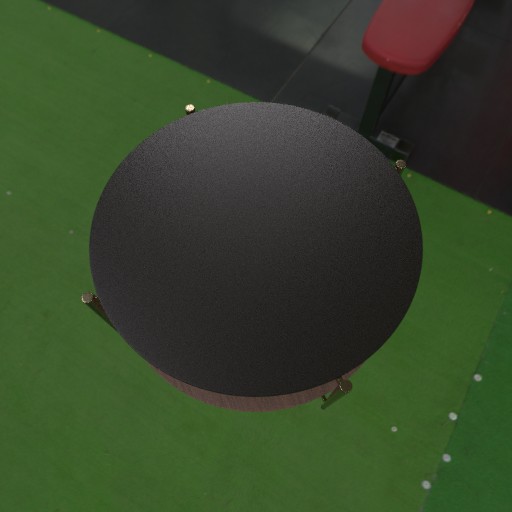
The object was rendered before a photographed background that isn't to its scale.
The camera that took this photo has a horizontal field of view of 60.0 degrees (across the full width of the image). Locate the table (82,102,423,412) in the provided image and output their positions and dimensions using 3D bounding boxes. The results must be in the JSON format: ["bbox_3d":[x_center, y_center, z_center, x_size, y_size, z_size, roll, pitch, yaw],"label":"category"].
[{"bbox_3d":[0.000,0.000,1.441,0.938,0.400,0.938,31,68,14],"label":"table"}]
